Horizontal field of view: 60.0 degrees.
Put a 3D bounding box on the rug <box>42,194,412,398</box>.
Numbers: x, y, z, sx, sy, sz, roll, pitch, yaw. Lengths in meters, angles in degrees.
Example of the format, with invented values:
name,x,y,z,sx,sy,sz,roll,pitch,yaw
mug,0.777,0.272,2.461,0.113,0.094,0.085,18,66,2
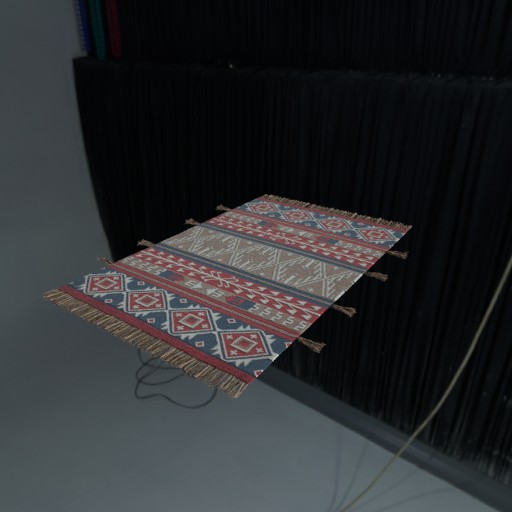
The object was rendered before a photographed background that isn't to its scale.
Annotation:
name,x,y,z,sx,sy,sz,roll,pitch,yaw
rug,0.000,0.000,2.637,1.469,0.040,2.025,17,31,31
